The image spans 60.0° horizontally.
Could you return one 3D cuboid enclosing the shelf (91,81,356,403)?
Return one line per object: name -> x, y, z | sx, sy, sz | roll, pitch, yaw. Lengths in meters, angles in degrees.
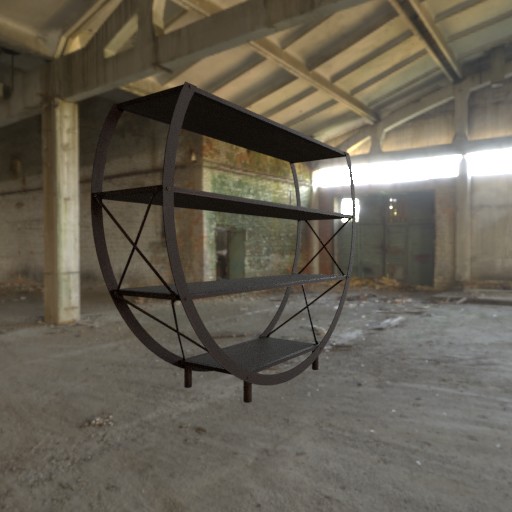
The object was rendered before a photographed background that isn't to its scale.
shelf -> 0.000, 0.000, 1.929 | 0.344, 1.063, 1.403 | 1, 1, 35
